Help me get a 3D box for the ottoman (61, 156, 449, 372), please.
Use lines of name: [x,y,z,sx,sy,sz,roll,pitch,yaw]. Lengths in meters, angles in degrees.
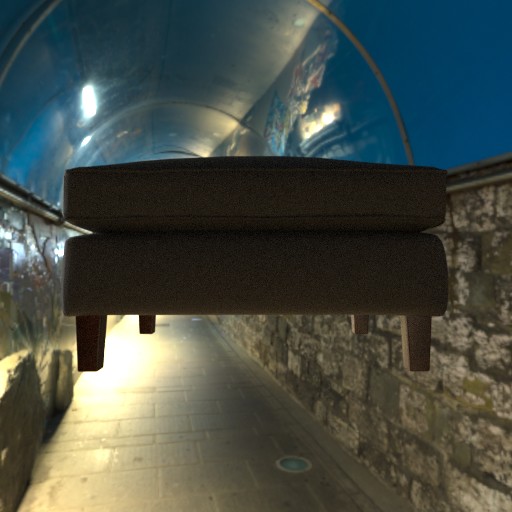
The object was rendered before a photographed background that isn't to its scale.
ottoman: [0.000,0.000,0.984,0.686,0.406,0.508,0,-1,0]
